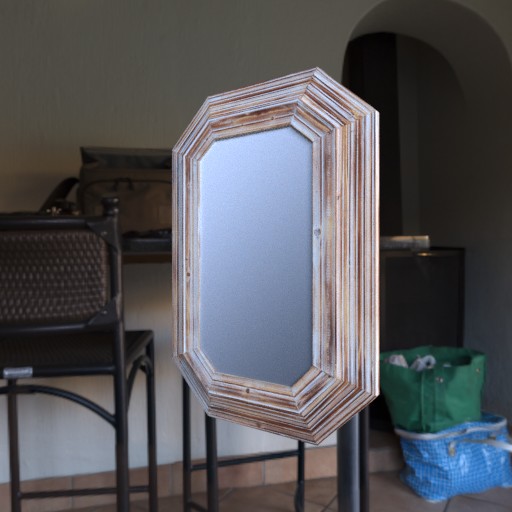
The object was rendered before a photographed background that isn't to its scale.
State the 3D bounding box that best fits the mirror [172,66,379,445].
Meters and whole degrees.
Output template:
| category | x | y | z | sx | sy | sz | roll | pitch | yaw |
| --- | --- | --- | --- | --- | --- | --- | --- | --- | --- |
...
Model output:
| category | x | y | z | sx | sy | sz | roll | pitch | yaw |
| --- | --- | --- | --- | --- | --- | --- | --- | --- | --- |
| mirror | 0.000 | 0.000 | 1.288 | 0.709 | 1.015 | 0.061 | 0 | 0 | 35 |
